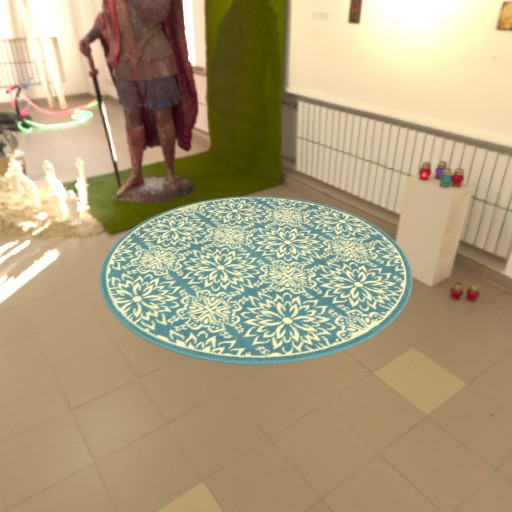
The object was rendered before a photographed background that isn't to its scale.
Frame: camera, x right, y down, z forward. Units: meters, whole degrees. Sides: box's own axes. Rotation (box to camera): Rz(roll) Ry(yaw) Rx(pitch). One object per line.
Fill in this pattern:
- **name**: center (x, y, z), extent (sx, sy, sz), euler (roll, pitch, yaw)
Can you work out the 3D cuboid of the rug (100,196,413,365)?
- **rug**: center (0.000, 0.000, 2.357), extent (1.593, 0.012, 1.593), euler (0, 31, 0)
